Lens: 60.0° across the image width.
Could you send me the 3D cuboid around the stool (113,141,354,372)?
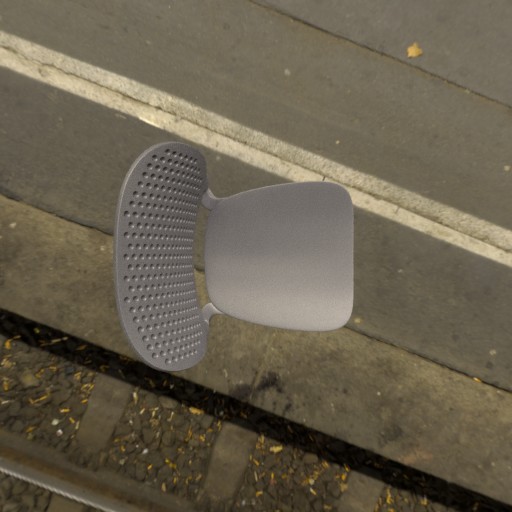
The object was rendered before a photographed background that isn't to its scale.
[{"bbox_3d":[0.000,0.000,1.336,0.535,1.045,0.536,0,90,0],"label":"stool"}]
